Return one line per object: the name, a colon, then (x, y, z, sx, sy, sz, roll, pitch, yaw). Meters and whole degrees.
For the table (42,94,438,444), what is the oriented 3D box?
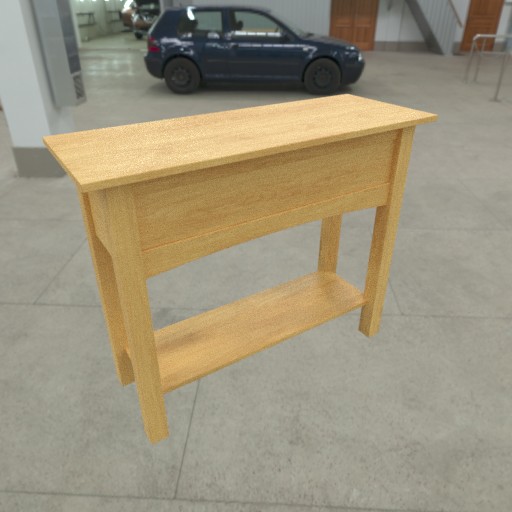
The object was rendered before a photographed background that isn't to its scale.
table: (0.000, 0.000, 1.243, 0.900, 0.728, 0.340, -18, 35, -28)
